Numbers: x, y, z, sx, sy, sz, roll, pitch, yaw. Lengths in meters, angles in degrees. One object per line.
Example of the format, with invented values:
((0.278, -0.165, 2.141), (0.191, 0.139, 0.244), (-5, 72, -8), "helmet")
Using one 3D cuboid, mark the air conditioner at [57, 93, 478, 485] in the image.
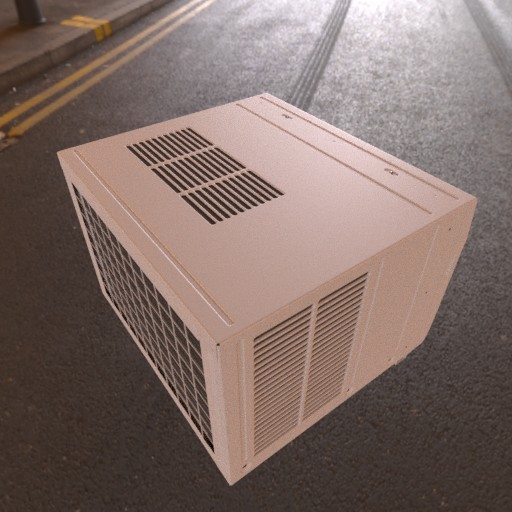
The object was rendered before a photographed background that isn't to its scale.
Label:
((0.000, 0.000, 1.042), (0.599, 0.455, 0.645), (-26, 47, -27), "air conditioner")
